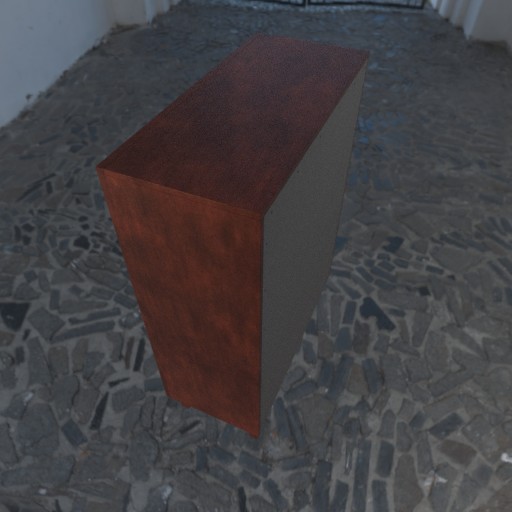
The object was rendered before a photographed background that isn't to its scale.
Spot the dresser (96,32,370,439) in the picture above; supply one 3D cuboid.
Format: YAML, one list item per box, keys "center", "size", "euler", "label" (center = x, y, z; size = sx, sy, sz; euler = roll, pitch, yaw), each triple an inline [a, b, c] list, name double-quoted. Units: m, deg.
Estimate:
- center: [0.000, 0.000, 2.014]
  size: [0.506, 1.514, 1.072]
  euler: [18, 49, 16]
  label: "dresser"
